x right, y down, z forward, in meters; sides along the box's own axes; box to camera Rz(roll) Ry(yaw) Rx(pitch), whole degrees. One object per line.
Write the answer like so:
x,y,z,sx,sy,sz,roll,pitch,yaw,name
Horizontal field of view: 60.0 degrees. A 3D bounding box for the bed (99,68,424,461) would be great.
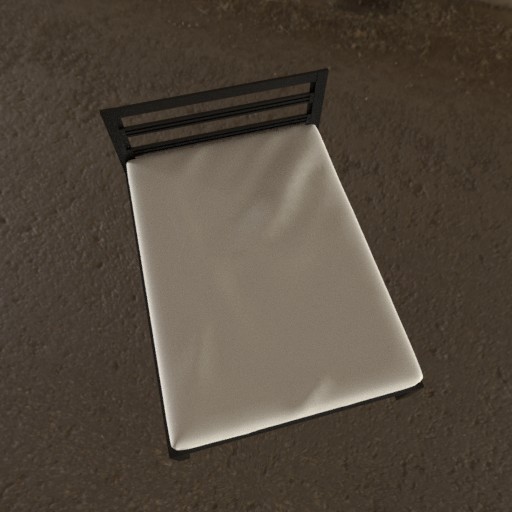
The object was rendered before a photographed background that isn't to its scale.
0.000,0.000,2.876,1.524,0.967,2.062,-13,63,-7,bed
